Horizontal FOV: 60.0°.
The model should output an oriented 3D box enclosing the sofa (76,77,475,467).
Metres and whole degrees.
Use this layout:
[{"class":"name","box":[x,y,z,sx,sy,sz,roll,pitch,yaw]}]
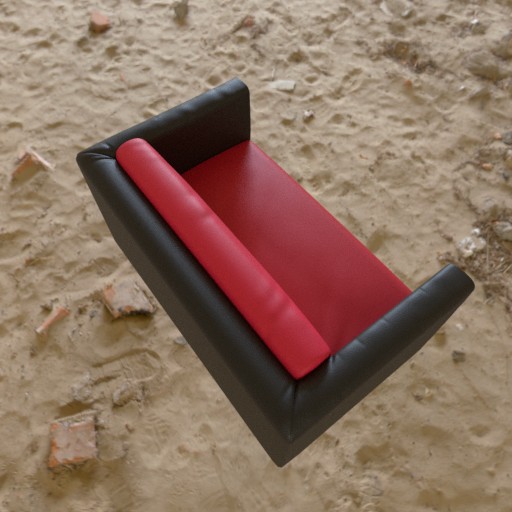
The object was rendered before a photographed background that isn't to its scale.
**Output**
[{"class":"sofa","box":[0.000,0.000,1.928,0.845,0.735,1.410,-33,64,-19]}]
